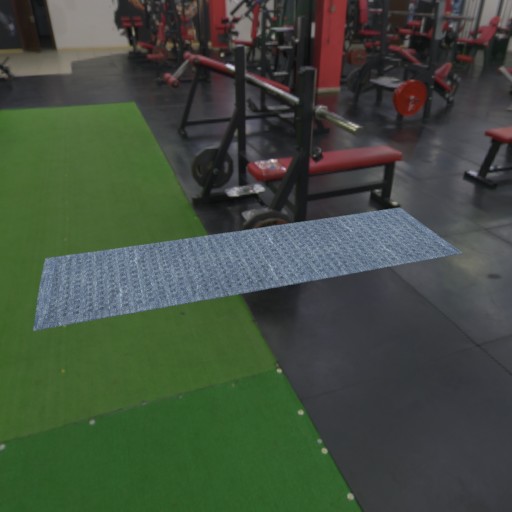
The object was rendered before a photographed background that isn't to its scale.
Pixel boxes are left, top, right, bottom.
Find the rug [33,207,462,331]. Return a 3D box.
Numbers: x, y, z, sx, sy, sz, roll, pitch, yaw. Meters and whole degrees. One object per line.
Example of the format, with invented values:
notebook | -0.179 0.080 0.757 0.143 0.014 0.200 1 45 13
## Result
rug | 0.000 0.000 2.690 2.443 0.008 0.688 -9 32 -15
